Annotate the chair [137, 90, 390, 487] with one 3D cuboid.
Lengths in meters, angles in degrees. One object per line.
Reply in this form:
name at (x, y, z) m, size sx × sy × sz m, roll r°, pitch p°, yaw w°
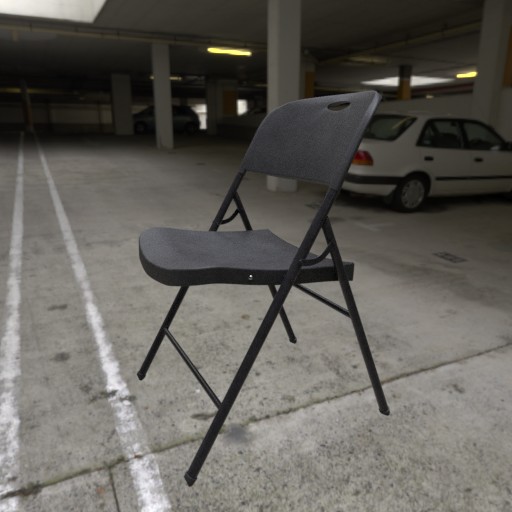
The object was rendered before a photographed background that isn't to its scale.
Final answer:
chair at (0.000, 0.000, 1.145) m, size 0.566 × 0.810 × 0.494 m, roll -8°, pitch 17°, yaw -26°
